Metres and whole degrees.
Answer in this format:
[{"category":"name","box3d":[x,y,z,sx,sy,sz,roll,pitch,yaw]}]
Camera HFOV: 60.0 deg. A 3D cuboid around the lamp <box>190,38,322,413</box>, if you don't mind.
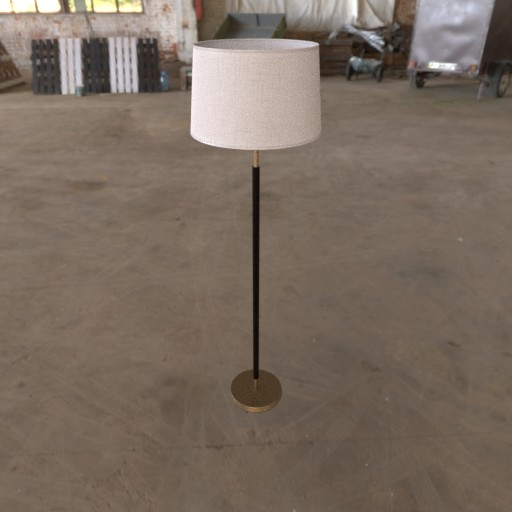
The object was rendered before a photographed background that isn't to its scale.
[{"category":"lamp","box3d":[0.000,0.000,1.668,0.420,1.447,0.420,0,30,0]}]
